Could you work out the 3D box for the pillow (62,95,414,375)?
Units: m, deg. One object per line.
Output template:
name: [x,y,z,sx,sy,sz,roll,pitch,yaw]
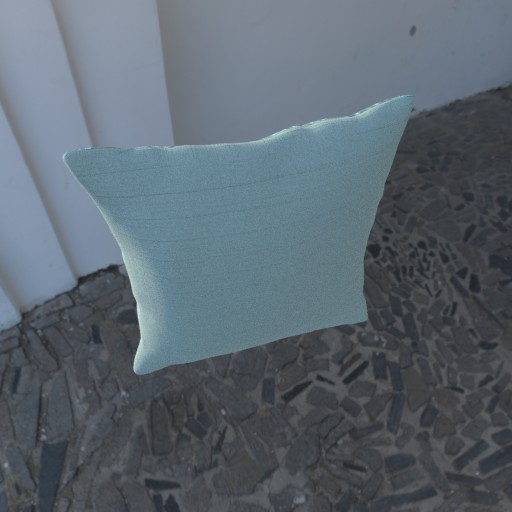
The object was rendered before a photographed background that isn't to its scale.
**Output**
pillow: [0.000,0.000,0.714,0.470,0.464,0.175,-12,44,-13]
